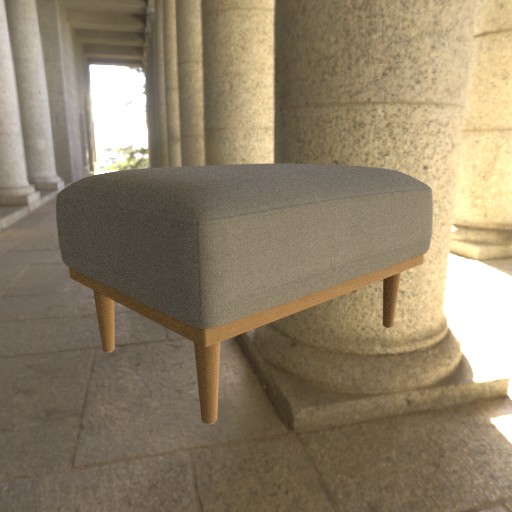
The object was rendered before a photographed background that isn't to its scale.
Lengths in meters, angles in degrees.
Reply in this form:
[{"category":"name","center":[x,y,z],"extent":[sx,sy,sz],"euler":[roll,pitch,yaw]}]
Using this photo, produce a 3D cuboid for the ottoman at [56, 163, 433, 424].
[{"category":"ottoman","center":[0.000,0.000,1.071],"extent":[0.749,0.428,0.549],"euler":[-13,19,-42]}]
